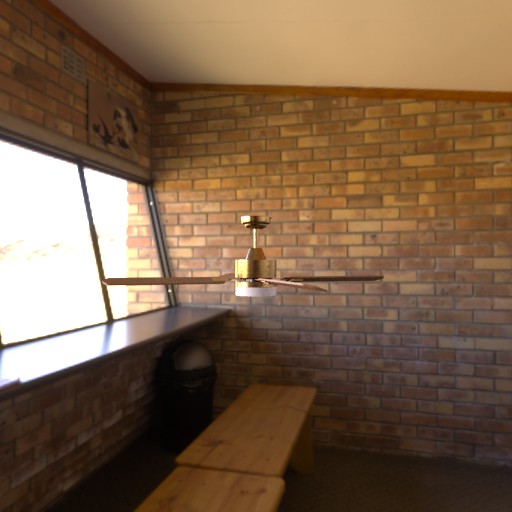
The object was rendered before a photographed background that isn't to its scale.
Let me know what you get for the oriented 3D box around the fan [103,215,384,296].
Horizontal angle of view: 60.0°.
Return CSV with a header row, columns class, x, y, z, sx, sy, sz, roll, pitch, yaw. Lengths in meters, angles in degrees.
class,x,y,z,sx,sy,sz,roll,pitch,yaw
fan,0.000,0.000,2.020,1.320,0.355,1.320,0,-1,-17
